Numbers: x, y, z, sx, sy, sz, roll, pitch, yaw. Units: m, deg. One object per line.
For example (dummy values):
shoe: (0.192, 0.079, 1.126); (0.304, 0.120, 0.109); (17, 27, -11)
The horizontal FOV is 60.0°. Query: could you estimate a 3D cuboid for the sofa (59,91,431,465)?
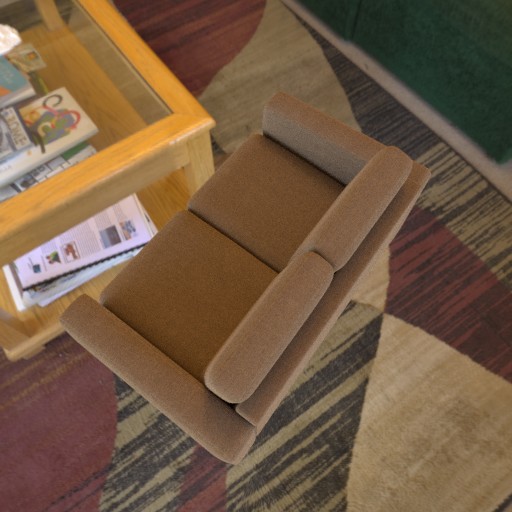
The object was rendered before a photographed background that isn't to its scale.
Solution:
sofa: (0.000, 0.000, 2.023); (0.900, 0.800, 1.520); (34, 69, 15)
